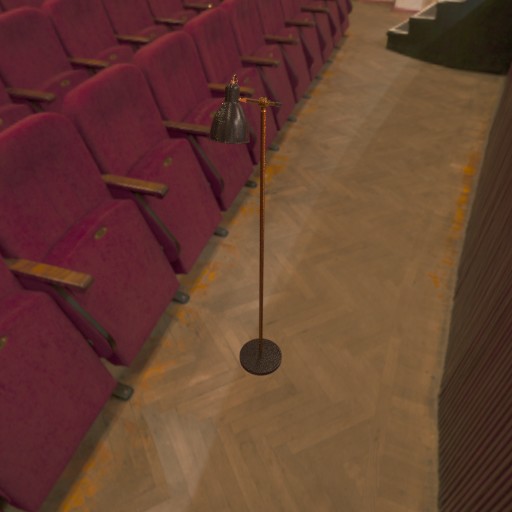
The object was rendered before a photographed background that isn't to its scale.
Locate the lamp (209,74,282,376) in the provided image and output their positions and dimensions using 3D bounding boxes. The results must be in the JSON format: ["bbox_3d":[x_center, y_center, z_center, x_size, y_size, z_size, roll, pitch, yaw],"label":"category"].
[{"bbox_3d":[0.000,0.000,1.892,0.235,1.628,0.618,12,42,14],"label":"lamp"}]
